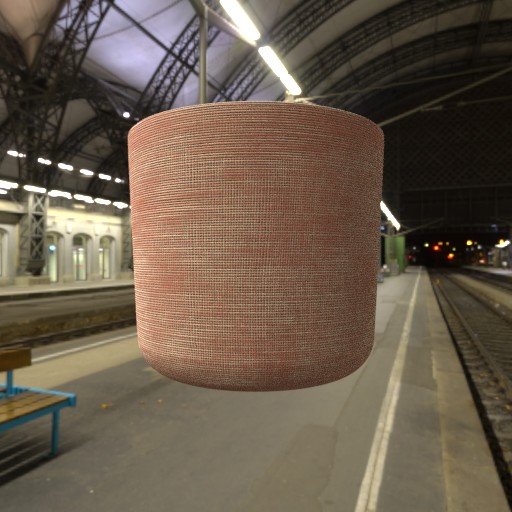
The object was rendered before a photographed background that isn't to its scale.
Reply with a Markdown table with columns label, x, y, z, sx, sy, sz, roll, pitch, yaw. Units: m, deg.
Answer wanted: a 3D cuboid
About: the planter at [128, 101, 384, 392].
| label | x | y | z | sx | sy | sz | roll | pitch | yaw |
| --- | --- | --- | --- | --- | --- | --- | --- | --- | --- |
| planter | 0.000 | 0.000 | 0.791 | 0.440 | 0.398 | 0.440 | 0 | 0 | 0 |
